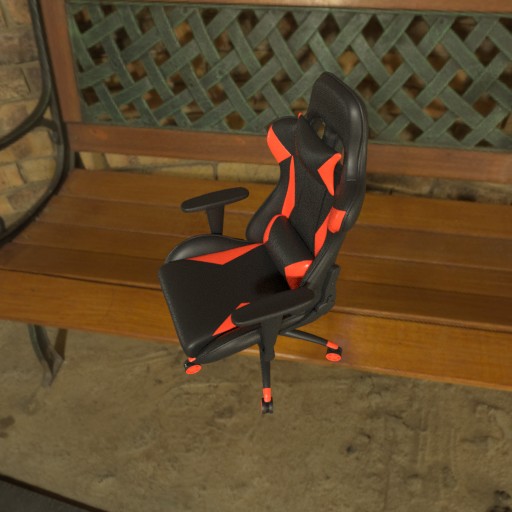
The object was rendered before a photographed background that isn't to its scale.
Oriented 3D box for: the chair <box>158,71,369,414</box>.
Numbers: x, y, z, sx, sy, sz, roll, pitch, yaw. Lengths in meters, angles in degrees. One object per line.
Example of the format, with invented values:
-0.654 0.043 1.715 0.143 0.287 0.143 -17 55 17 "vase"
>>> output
0.000 0.000 1.698 0.730 1.282 0.695 -16 48 -15 "chair"
